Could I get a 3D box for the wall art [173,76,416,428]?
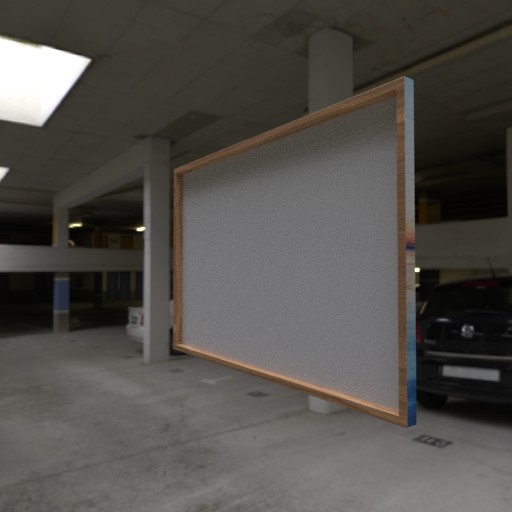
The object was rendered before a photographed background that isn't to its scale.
[{"bbox_3d":[0.000,0.000,0.754,0.018,0.402,0.604,1,-2,-36],"label":"wall art"}]
